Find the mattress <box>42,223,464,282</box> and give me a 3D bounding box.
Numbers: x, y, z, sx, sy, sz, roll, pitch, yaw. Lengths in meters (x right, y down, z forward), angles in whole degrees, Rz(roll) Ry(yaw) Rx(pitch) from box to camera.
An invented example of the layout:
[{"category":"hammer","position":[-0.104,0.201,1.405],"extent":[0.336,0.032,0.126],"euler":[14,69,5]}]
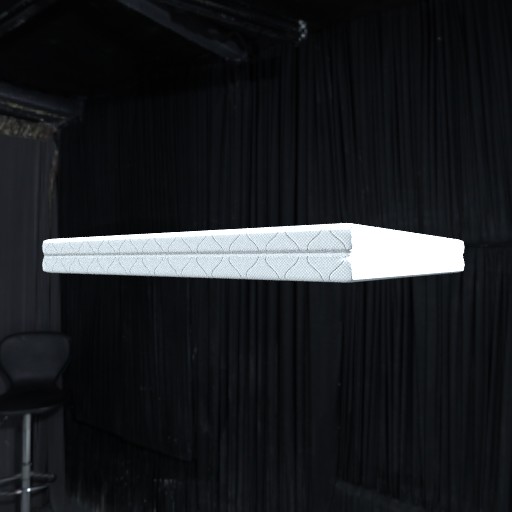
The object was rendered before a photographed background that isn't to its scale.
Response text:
[{"category":"mattress","position":[0.000,0.000,2.684],"extent":[2.000,0.200,1.600],"euler":[0,-1,37]}]
